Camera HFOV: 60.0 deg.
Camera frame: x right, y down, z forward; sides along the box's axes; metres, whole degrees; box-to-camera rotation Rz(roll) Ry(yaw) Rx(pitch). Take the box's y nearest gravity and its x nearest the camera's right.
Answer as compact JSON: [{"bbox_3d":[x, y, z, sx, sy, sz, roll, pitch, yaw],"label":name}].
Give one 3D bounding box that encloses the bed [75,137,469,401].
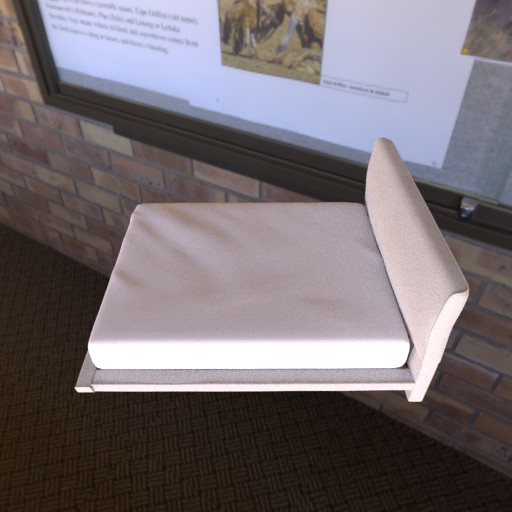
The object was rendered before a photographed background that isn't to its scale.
[{"bbox_3d":[0.000,0.000,3.565,2.498,1.126,1.980,0,40,0],"label":"bed"}]
